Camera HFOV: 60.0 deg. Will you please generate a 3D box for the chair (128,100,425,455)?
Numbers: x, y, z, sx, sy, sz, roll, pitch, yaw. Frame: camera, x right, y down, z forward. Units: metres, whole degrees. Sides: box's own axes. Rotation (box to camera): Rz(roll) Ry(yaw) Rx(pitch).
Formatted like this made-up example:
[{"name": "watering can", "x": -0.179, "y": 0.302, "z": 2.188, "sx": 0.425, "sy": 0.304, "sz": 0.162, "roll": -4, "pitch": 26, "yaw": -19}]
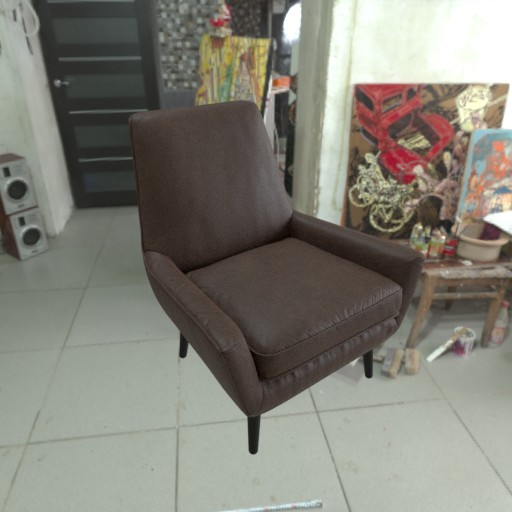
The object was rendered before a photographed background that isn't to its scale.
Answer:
[{"name": "chair", "x": 0.000, "y": 0.000, "z": 1.498, "sx": 0.787, "sy": 0.888, "sz": 0.824, "roll": -20, "pitch": 34, "yaw": -32}]
